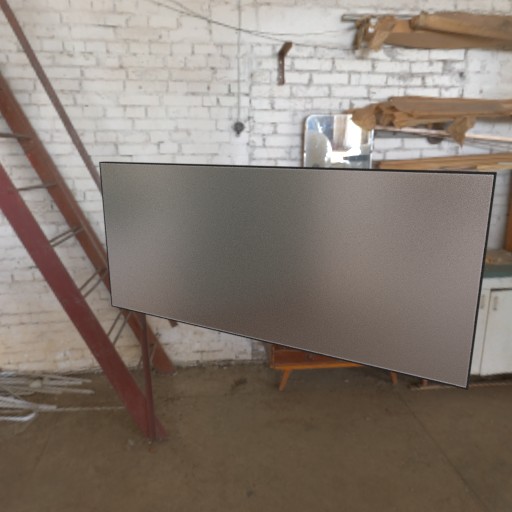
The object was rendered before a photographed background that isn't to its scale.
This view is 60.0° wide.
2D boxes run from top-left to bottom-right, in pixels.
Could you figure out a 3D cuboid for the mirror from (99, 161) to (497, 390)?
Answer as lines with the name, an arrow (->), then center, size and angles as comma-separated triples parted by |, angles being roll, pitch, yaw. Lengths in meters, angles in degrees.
mirror -> 0.000, 0.000, 1.732 | 1.584, 0.692, 0.047 | 8, 16, 28
